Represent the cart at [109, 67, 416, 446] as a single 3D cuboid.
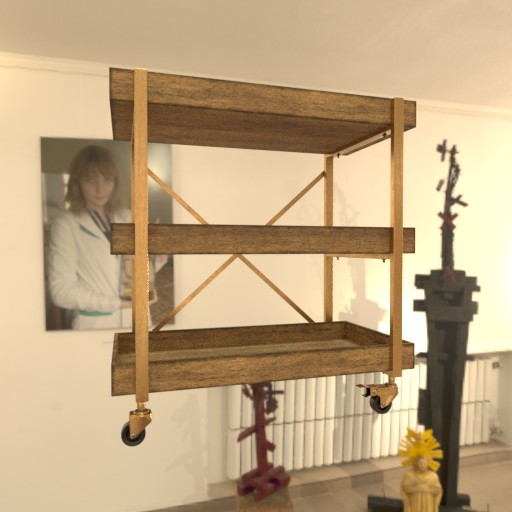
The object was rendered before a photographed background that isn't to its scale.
[{"bbox_3d":[0.000,0.000,1.216,0.750,0.799,0.416,0,1,-17],"label":"cart"}]
